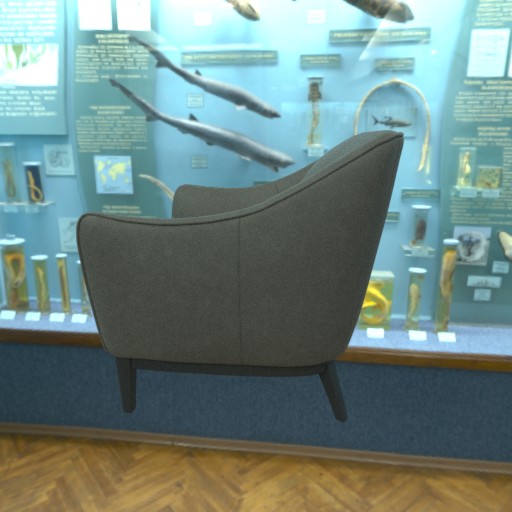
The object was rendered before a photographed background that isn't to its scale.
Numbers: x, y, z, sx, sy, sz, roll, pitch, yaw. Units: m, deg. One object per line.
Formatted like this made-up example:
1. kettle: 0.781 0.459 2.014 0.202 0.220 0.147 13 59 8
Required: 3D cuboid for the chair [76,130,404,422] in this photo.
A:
1. chair: 0.000 0.000 1.536 0.852 0.830 0.871 2 14 8
